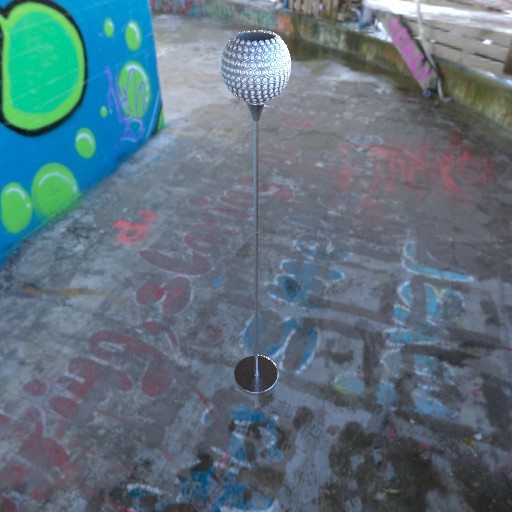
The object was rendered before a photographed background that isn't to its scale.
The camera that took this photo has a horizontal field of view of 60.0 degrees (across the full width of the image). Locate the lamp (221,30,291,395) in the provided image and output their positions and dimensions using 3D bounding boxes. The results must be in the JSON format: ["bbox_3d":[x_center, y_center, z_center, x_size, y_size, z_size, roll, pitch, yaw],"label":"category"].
[{"bbox_3d":[0.000,0.000,1.968,0.254,1.805,0.254,0,40,0],"label":"lamp"}]
